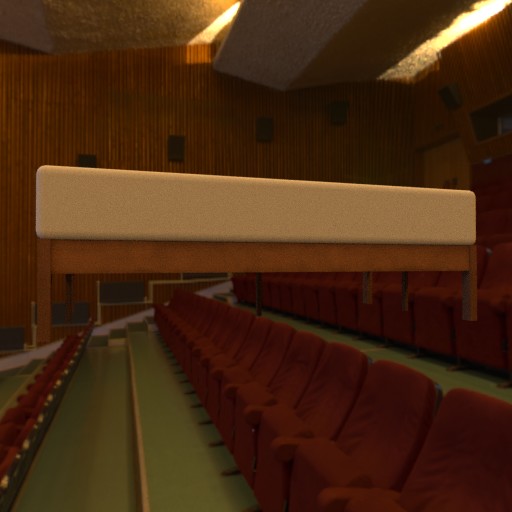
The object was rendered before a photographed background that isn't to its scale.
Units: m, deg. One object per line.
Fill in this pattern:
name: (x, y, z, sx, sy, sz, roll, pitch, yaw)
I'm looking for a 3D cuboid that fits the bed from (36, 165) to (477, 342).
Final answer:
bed: (0.000, 0.000, 2.273, 1.902, 0.616, 0.961, 0, -1, -18)
